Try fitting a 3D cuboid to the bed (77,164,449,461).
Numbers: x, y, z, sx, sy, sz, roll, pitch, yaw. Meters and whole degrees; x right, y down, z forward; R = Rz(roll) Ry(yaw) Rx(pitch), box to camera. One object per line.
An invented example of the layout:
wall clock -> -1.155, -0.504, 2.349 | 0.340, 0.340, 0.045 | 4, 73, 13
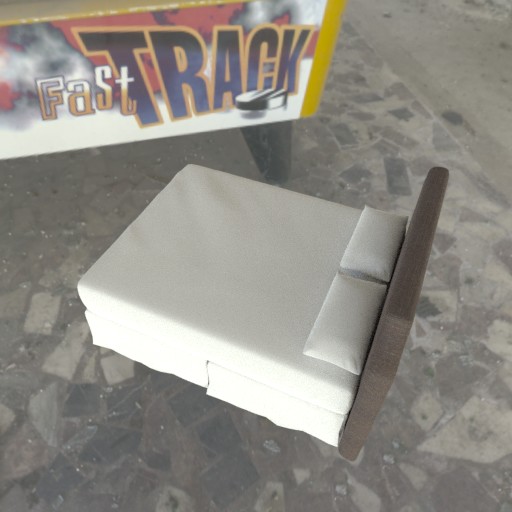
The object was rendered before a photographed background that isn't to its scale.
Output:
bed -> 0.000, 0.000, 3.140 | 2.116, 1.290, 1.693 | 18, 50, 16
